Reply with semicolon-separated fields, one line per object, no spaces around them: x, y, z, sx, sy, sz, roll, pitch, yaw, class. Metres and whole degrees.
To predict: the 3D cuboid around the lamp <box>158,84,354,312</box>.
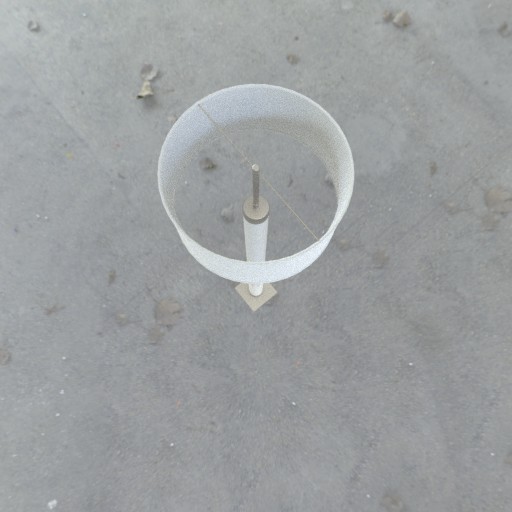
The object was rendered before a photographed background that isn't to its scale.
0.000;0.000;1.646;0.420;1.475;0.420;-38;79;-9;lamp
